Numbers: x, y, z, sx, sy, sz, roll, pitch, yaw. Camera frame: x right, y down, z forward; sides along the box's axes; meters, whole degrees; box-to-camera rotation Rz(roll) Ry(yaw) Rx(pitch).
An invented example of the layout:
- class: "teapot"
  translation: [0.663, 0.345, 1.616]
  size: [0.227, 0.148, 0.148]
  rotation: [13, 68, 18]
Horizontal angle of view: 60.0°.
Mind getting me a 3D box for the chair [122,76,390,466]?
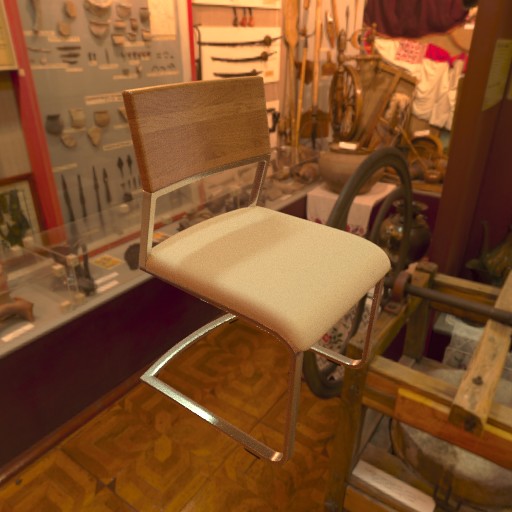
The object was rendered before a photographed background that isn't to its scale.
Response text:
- class: "chair"
  translation: [0.000, 0.000, 1.176]
  size: [0.585, 0.844, 0.467]
  rotation: [19, 32, 33]
